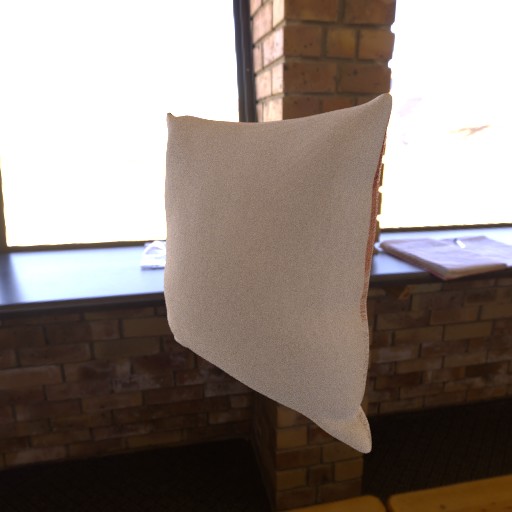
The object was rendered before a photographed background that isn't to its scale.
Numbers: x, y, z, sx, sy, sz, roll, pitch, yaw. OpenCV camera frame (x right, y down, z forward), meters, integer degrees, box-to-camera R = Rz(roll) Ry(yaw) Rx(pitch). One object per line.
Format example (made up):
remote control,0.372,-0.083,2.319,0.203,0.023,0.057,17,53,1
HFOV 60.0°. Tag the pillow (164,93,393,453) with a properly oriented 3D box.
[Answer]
pillow,0.000,0.000,0.670,0.182,0.441,0.440,-15,21,-42
